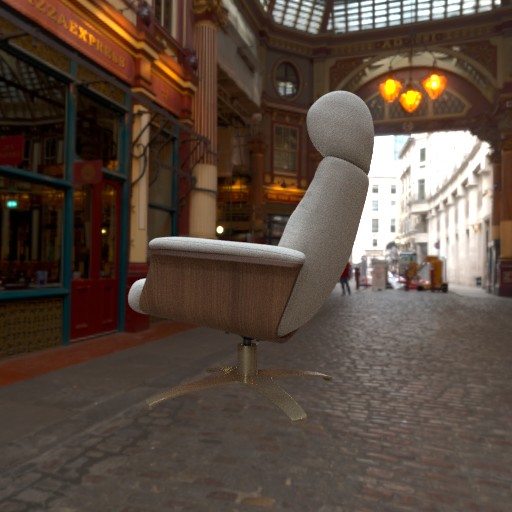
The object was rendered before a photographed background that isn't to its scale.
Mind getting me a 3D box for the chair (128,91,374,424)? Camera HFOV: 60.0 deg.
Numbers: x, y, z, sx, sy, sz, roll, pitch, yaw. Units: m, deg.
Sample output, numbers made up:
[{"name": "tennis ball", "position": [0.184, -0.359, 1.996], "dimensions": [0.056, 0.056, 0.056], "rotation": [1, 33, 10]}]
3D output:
[{"name": "chair", "position": [0.000, 0.000, 1.613], "dimensions": [0.837, 0.995, 0.785], "rotation": [0, -1, 18]}]
